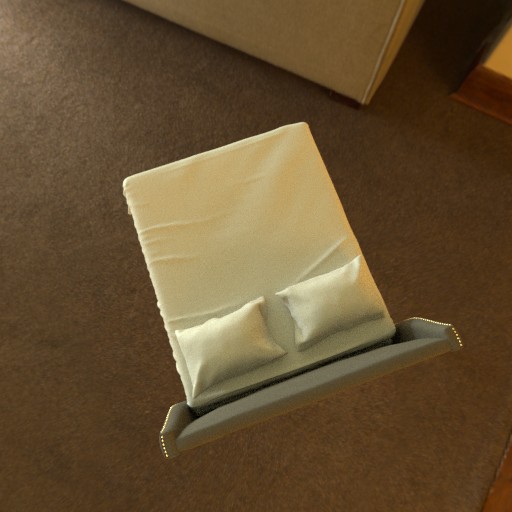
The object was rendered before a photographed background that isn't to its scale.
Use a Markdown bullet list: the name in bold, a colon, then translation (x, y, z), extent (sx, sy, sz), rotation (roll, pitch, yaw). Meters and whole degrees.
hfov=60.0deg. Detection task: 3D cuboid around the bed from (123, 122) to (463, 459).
- **bed**: translation (0.000, 0.000, 3.503), extent (1.925, 1.332, 2.276), rotation (-19, 76, -5)
